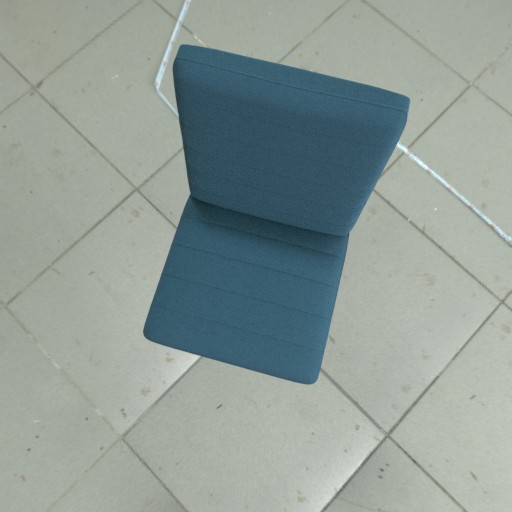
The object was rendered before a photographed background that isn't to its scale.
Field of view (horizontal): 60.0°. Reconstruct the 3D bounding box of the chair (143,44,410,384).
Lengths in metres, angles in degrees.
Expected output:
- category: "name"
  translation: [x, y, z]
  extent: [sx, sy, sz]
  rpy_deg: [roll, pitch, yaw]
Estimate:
- category: "chair"
  translation: [0.000, 0.000, 1.299]
  extent: [0.520, 0.930, 0.634]
  rpy_deg: [15, 77, 4]
